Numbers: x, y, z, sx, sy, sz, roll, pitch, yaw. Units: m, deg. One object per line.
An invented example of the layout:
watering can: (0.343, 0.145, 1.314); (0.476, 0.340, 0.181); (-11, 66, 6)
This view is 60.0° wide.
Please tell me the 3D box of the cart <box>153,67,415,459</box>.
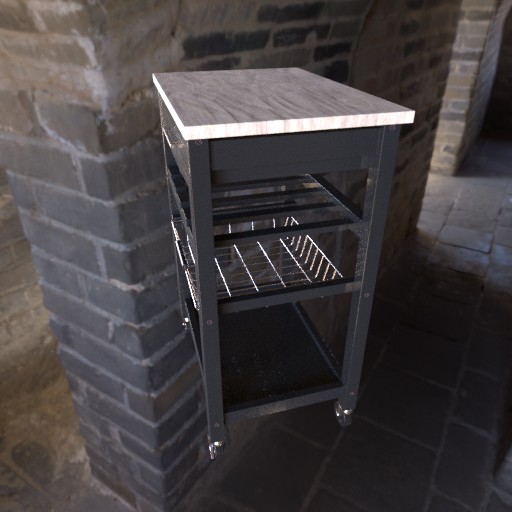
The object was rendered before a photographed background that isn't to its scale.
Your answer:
cart: (0.000, 0.000, 1.167); (0.403, 0.839, 0.584); (-8, 31, -14)
